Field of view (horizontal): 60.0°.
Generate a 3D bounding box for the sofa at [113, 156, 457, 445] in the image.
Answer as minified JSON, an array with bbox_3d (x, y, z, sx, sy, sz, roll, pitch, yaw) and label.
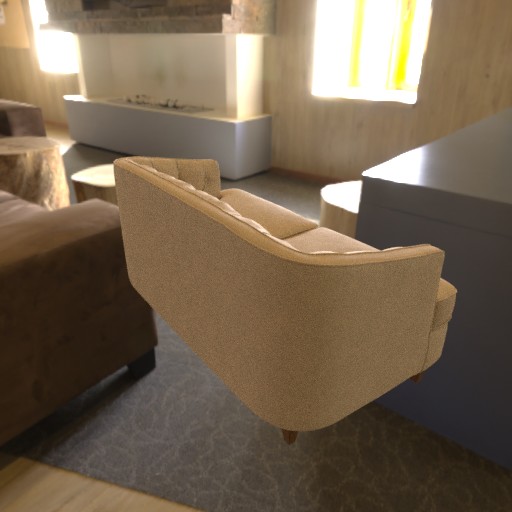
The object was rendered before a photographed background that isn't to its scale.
[{"bbox_3d":[0.000,0.000,2.278,0.940,0.878,1.731,-18,32,-32],"label":"sofa"}]
